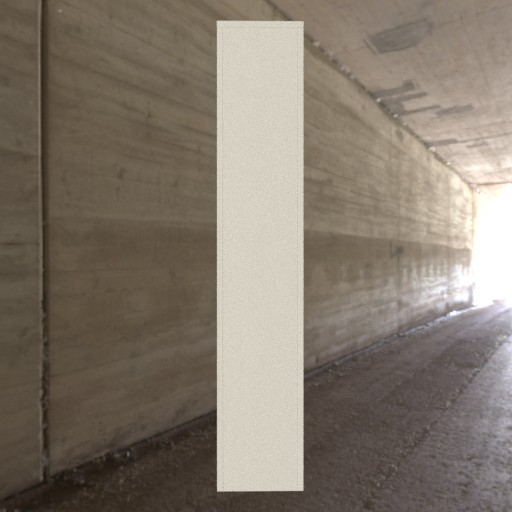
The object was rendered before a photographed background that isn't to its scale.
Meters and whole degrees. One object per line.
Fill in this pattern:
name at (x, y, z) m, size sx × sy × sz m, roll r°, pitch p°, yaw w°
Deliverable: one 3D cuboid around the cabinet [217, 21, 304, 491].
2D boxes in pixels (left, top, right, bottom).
cabinet at (0.000, 0.000, 1.581) m, size 0.250 × 1.280 × 0.750 m, roll 0°, pitch 0°, yaw -1°
